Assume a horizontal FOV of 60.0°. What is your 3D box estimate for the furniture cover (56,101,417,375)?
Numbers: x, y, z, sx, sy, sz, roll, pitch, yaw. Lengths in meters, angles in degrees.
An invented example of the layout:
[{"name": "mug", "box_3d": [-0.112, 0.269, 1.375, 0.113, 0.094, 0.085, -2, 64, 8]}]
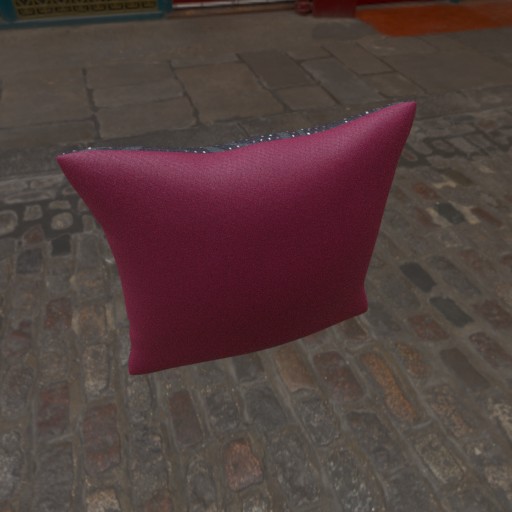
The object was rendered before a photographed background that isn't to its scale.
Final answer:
[{"name": "furniture cover", "box_3d": [0.000, 0.000, 0.811, 0.552, 0.509, 0.193, -13, 43, -14]}]
